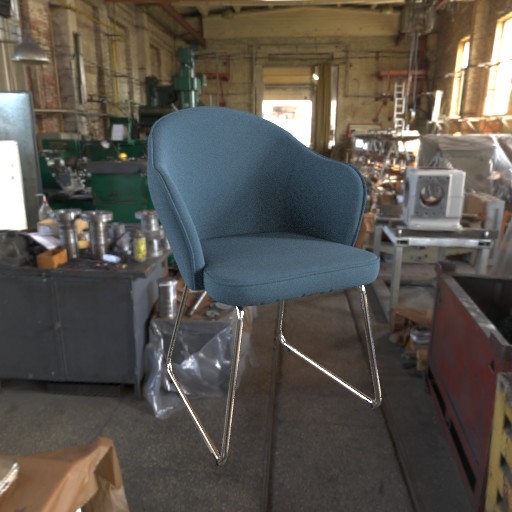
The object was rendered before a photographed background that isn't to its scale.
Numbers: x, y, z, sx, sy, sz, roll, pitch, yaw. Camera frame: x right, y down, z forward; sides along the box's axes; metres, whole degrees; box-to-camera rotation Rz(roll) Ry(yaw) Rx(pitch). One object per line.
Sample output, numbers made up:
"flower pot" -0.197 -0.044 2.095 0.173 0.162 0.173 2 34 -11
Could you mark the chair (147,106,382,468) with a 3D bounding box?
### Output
"chair" 0.000 0.000 1.227 0.570 0.815 0.585 -8 17 -27
